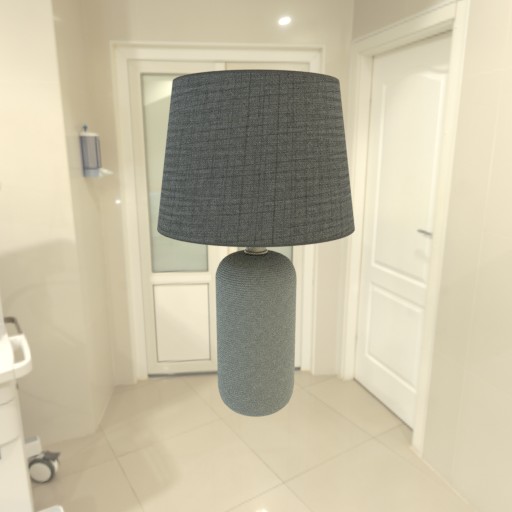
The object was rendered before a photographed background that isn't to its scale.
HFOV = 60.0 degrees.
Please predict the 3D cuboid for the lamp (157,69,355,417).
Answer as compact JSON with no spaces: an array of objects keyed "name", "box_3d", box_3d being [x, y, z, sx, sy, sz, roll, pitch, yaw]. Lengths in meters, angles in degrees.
[{"name":"lamp","box_3d":[0.000,0.000,0.586,0.251,0.429,0.251,0,14,0]}]
